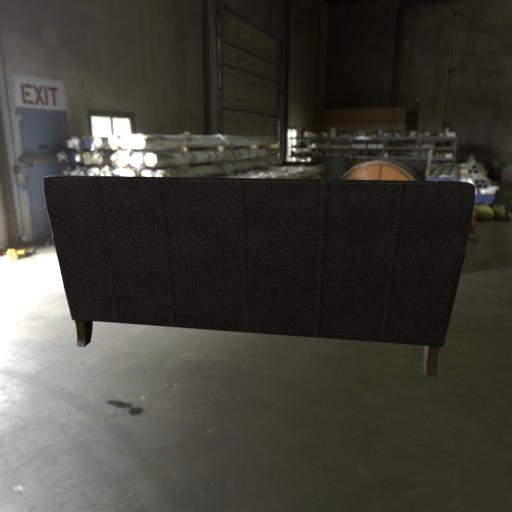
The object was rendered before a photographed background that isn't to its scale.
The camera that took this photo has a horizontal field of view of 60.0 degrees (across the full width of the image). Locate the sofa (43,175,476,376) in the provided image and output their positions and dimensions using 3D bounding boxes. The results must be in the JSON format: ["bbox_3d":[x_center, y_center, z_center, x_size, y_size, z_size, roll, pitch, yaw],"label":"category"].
[{"bbox_3d":[0.000,0.000,2.539,2.053,0.947,0.805,3,15,9],"label":"sofa"}]
